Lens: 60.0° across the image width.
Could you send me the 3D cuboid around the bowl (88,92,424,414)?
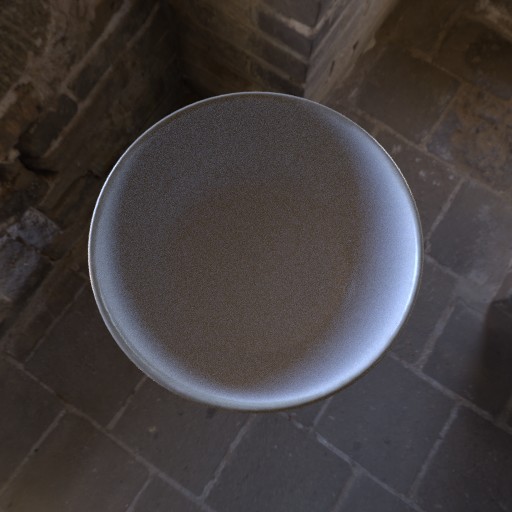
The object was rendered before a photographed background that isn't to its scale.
[{"bbox_3d":[0.000,0.000,0.411,0.268,0.121,0.268,0,75,0],"label":"bowl"}]
